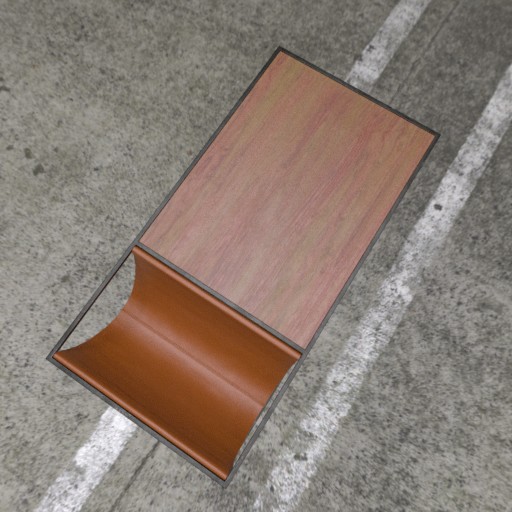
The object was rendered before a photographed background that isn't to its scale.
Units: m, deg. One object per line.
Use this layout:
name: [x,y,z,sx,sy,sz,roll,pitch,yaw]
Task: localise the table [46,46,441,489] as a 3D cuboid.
table: [0.000,0.000,1.488,0.597,0.403,1.199,32,78,8]
